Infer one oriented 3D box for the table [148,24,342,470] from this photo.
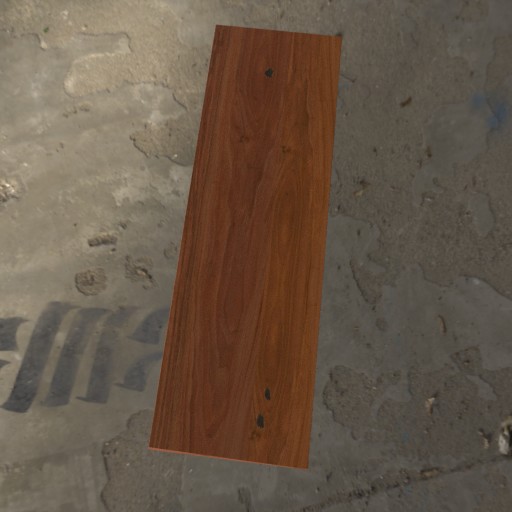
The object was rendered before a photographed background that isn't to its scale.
[{"bbox_3d":[0.000,0.000,1.452,0.350,0.750,1.100,6,76,2],"label":"table"}]
